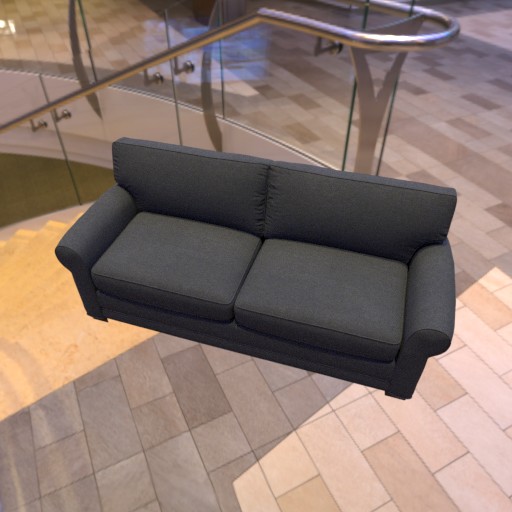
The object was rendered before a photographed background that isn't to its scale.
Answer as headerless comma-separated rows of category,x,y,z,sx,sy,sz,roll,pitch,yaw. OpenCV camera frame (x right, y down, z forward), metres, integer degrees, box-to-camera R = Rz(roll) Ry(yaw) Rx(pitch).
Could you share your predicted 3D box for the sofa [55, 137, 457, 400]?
sofa,0.000,0.000,2.868,2.391,1.026,0.954,12,43,13
